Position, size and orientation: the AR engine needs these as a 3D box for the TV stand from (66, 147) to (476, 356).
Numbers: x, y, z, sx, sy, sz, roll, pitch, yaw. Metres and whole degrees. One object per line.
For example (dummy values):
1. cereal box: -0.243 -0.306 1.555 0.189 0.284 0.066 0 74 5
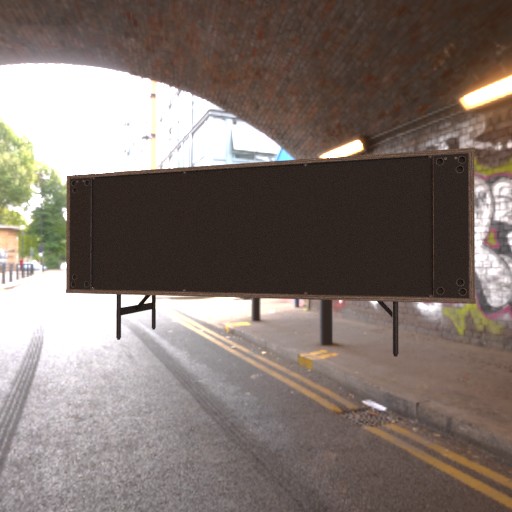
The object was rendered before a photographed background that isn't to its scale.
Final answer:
1. TV stand: 0.000 0.000 2.079 1.804 0.787 0.405 0 -1 17
